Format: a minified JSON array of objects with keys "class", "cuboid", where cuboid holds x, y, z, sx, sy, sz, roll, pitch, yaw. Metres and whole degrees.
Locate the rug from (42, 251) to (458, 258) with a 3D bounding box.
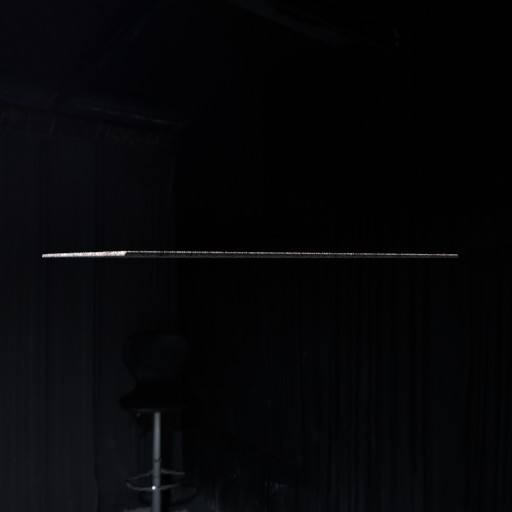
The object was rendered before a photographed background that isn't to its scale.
[{"class":"rug","cuboid":[0.000,0.000,2.213,1.761,0.014,1.143,0,0,-37]}]
